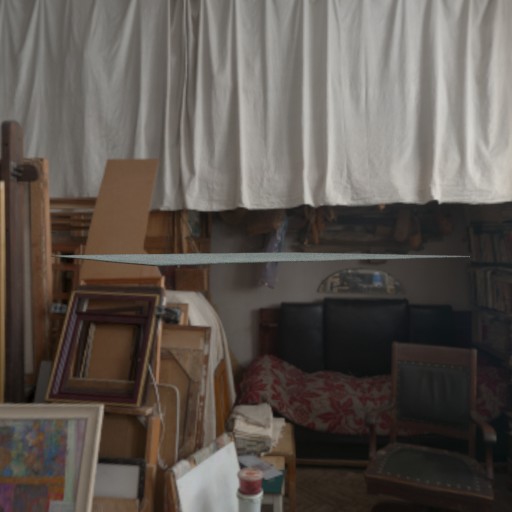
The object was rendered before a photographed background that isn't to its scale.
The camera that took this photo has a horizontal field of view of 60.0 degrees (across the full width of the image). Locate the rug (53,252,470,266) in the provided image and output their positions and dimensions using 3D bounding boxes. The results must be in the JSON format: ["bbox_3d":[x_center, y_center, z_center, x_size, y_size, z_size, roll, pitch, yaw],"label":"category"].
[{"bbox_3d":[0.000,0.000,4.079,3.048,0.013,2.438,-1,2,-36],"label":"rug"}]
